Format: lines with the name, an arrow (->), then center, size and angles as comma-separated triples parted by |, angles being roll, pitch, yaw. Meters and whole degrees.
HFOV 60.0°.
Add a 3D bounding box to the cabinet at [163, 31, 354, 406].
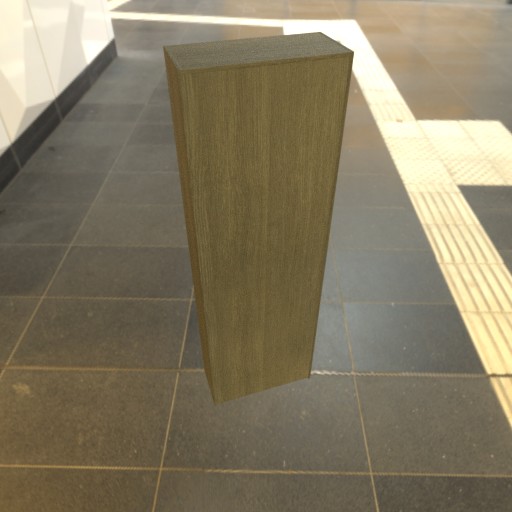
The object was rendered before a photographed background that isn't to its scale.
cabinet -> 0.000, 0.000, 1.849 | 0.520, 1.630, 0.255 | -12, 42, -14
